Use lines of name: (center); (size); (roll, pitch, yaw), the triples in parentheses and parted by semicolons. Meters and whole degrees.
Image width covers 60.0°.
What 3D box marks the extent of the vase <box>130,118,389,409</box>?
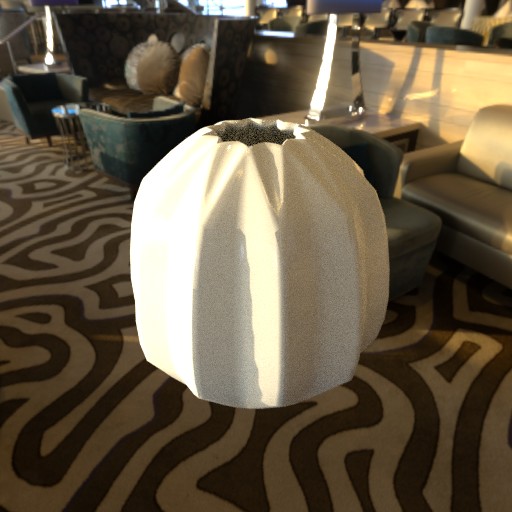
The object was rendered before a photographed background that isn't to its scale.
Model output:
vase: (0.000, 0.000, 0.238); (0.139, 0.134, 0.139); (0, 30, 0)
